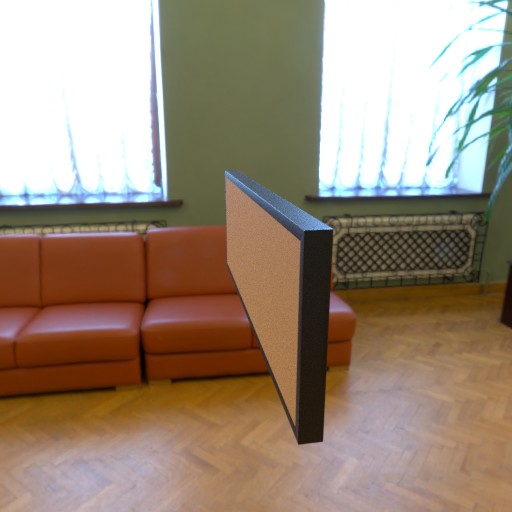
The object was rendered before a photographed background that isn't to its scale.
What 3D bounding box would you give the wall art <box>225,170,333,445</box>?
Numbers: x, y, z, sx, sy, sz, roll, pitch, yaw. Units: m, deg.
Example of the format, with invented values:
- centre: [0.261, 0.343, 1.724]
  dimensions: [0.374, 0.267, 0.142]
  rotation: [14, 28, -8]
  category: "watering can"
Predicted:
- centre: [0.000, 0.000, 0.982]
  dimensions: [0.037, 0.303, 0.860]
  rotation: [-3, 16, -10]
  category: "wall art"
